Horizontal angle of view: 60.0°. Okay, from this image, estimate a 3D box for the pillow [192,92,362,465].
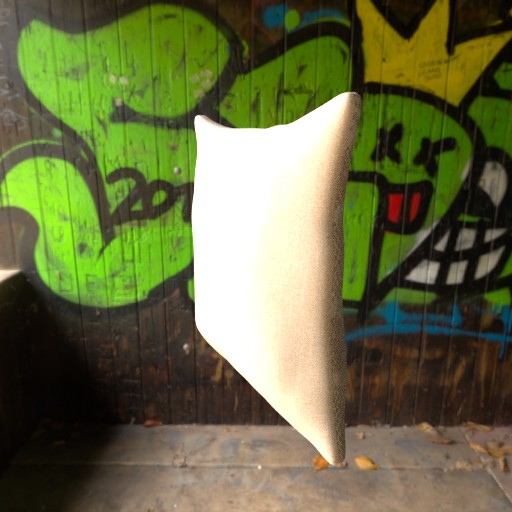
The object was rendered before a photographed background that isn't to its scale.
[{"bbox_3d":[0.000,0.000,0.675,0.138,0.432,0.436,-7,16,-27],"label":"pillow"}]
